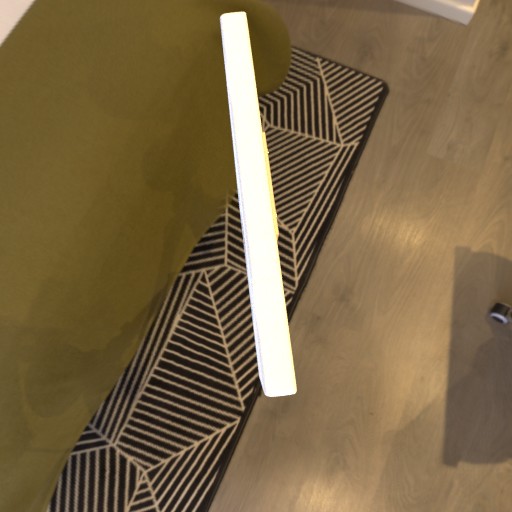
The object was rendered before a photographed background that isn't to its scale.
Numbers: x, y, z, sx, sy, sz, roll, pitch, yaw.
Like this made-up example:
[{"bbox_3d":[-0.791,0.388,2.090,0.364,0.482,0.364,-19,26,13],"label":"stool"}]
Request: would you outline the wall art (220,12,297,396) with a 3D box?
[{"bbox_3d":[0.000,0.000,1.088,0.048,0.902,0.602,-7,76,-2],"label":"wall art"}]
